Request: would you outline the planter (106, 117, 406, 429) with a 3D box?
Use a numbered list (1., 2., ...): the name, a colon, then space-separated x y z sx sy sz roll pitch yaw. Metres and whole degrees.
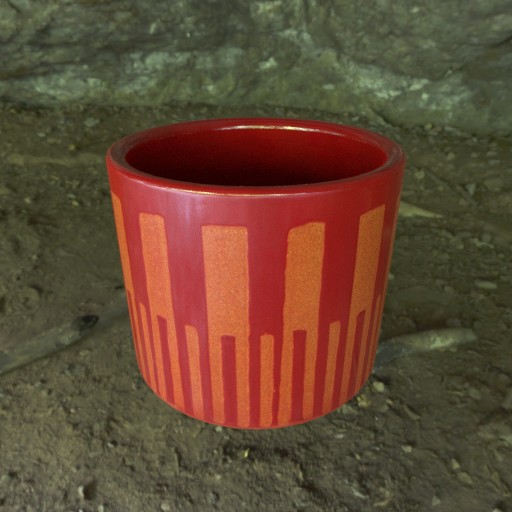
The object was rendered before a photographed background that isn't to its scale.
1. planter: 0.000 0.000 0.397 0.230 0.202 0.230 0 27 0
